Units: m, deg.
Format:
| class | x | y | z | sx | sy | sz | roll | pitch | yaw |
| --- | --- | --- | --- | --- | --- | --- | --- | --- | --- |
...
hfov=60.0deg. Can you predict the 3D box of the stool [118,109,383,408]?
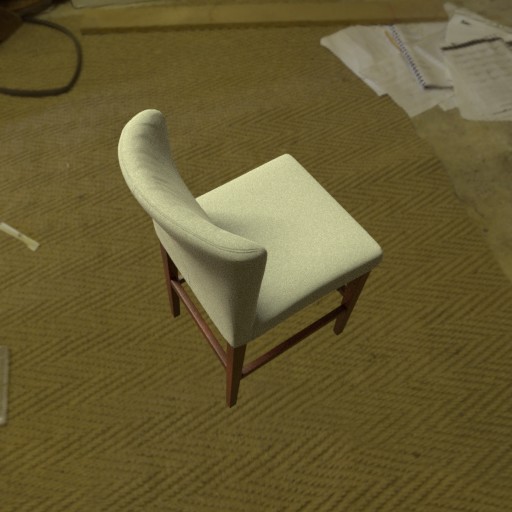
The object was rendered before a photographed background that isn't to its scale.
| class | x | y | z | sx | sy | sz | roll | pitch | yaw |
| --- | --- | --- | --- | --- | --- | --- | --- | --- | --- |
| stool | 0.000 | 0.000 | 1.325 | 0.568 | 0.968 | 0.479 | -29 | 62 | -17 |
